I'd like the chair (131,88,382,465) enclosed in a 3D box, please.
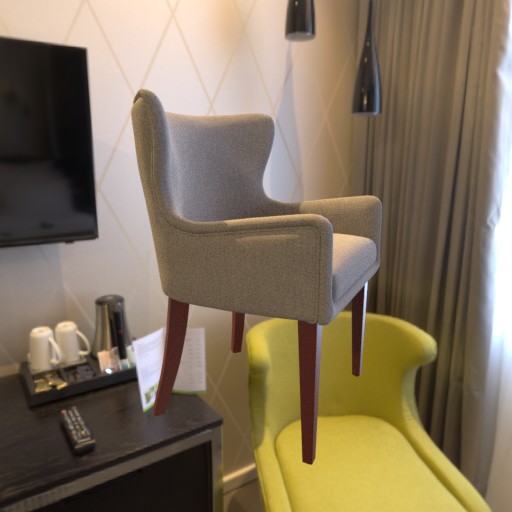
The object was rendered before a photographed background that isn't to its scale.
[{"bbox_3d":[0.000,0.000,1.420,0.677,0.948,0.732,6,13,25],"label":"chair"}]
